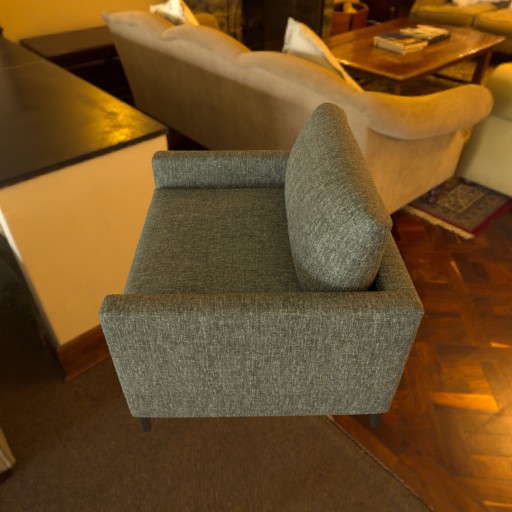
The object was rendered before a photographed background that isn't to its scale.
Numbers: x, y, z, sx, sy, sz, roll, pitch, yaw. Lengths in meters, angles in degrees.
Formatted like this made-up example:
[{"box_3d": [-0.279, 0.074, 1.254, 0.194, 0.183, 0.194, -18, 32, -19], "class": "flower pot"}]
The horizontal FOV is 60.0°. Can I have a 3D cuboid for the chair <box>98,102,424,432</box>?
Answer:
[{"box_3d": [0.000, 0.000, 1.612, 0.866, 0.861, 0.963, -1, 39, -1], "class": "chair"}]
